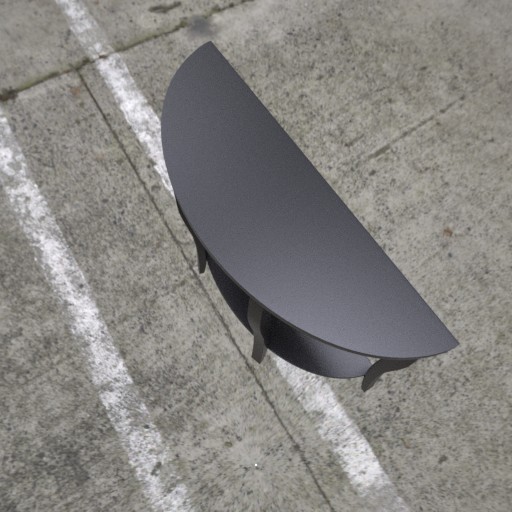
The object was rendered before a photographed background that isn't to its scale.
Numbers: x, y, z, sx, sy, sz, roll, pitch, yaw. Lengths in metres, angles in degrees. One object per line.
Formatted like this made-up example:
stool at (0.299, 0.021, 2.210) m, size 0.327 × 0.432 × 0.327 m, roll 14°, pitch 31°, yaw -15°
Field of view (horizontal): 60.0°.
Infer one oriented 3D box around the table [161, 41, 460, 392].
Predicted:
table at (0.000, 0.000, 1.588) m, size 0.394 × 0.780 × 1.219 m, roll -29°, pitch 68°, yaw -13°
